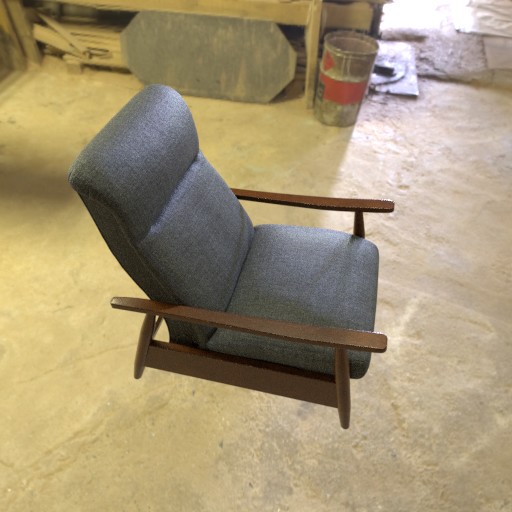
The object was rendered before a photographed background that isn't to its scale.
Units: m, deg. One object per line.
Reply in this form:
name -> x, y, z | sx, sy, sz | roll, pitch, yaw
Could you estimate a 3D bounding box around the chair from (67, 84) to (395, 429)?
chair -> 0.000, 0.000, 1.776 | 1.030, 1.082, 0.762 | 10, 46, 10
